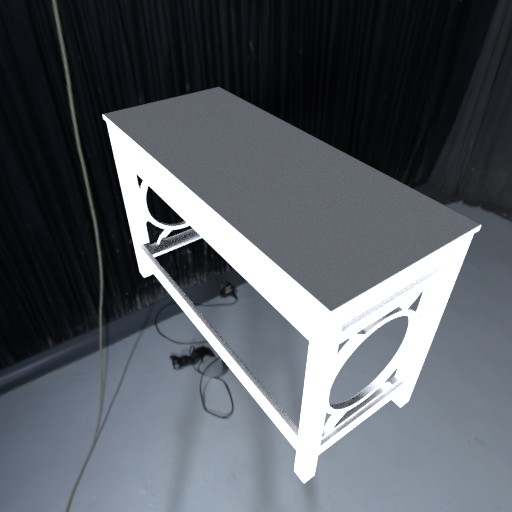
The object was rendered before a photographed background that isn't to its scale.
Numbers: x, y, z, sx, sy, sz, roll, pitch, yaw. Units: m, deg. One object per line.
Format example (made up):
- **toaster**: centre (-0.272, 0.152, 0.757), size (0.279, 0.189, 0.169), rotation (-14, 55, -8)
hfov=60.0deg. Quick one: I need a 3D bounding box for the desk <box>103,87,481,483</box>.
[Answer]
- **desk**: centre (0.000, 0.000, 1.573), size (0.504, 0.762, 1.191), rotation (-25, 45, -27)
